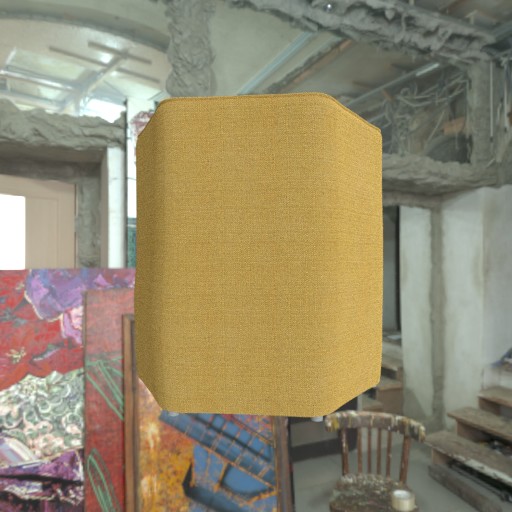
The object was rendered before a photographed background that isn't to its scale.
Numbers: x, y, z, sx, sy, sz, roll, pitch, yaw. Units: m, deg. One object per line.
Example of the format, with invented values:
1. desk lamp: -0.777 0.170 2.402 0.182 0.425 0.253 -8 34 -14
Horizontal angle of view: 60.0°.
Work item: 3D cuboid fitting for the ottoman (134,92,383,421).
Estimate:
1. ottoman: 0.000 0.000 0.882 0.443 0.502 0.494 -1 -1 36
